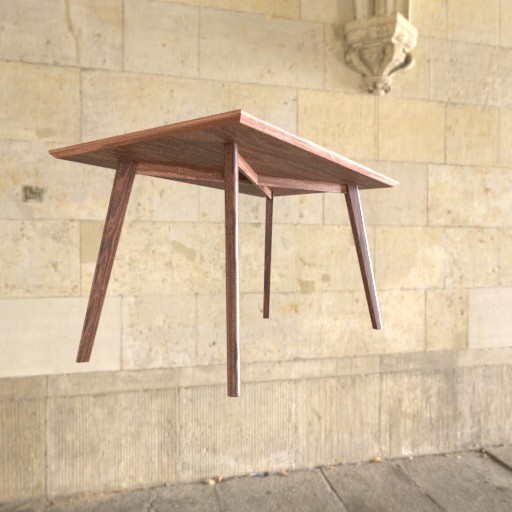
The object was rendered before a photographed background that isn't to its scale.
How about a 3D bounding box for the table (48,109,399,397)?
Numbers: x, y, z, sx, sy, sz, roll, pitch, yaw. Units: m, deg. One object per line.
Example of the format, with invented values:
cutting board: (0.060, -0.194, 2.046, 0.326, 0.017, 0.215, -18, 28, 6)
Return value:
table: (0.000, 0.000, 1.852, 0.801, 0.724, 1.349, 0, 1, 33)
